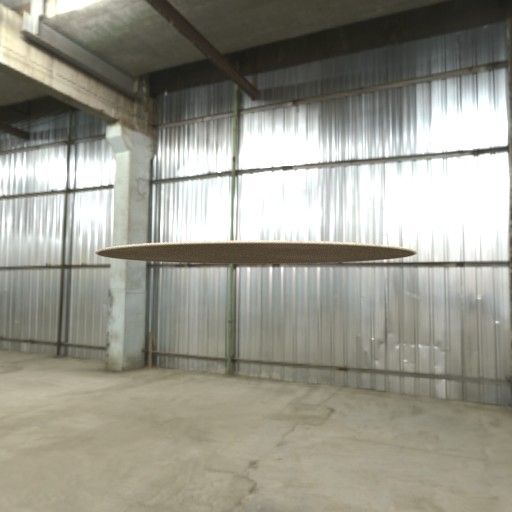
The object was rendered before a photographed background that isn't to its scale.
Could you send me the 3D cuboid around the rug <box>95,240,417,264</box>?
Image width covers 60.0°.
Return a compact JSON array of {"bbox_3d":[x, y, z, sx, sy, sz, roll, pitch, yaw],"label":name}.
[{"bbox_3d":[0.000,0.000,2.332,1.593,0.012,1.593,0,-4,0],"label":"rug"}]
